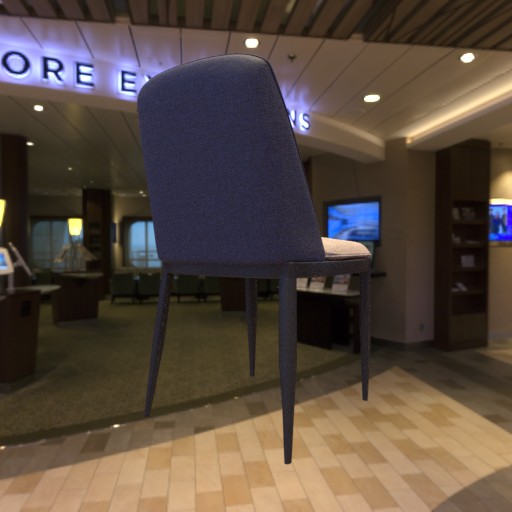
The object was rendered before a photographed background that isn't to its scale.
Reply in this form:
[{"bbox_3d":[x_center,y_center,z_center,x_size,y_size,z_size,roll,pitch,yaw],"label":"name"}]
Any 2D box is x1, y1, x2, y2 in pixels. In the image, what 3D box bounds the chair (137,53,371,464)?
[{"bbox_3d":[0.000,0.000,1.173,0.480,0.839,0.551,1,2,35],"label":"chair"}]
